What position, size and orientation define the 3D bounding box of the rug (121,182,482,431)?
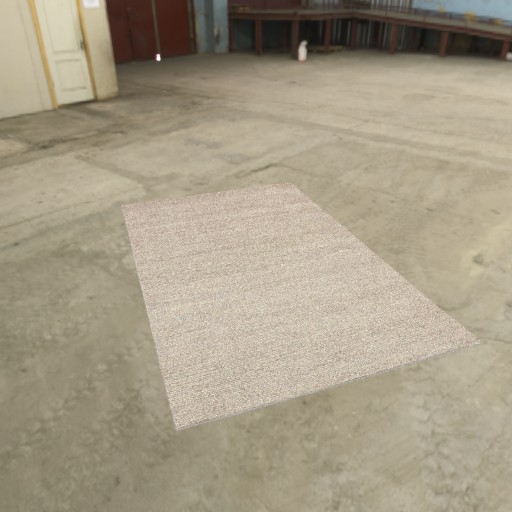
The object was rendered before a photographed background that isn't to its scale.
[{"bbox_3d":[0.000,0.000,2.208,1.154,0.021,1.792,-10,31,-17],"label":"rug"}]
